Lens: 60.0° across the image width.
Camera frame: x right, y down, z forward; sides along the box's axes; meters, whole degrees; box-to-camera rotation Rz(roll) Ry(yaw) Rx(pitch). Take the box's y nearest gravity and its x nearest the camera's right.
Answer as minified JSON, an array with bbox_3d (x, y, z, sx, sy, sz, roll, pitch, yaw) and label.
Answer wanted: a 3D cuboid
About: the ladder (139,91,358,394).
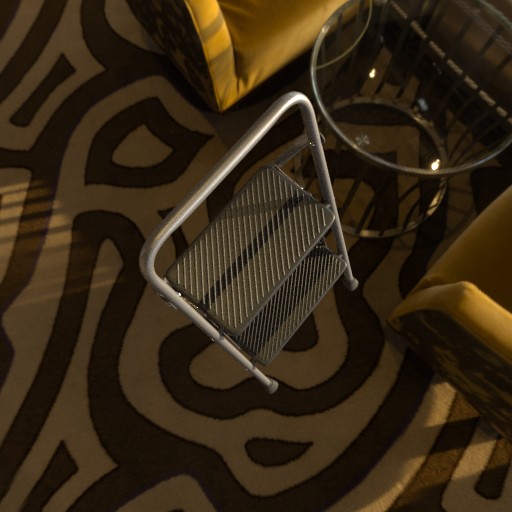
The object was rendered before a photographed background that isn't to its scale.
[{"bbox_3d":[0.000,0.000,1.007,0.472,0.720,0.430,39,78,10],"label":"ladder"}]
